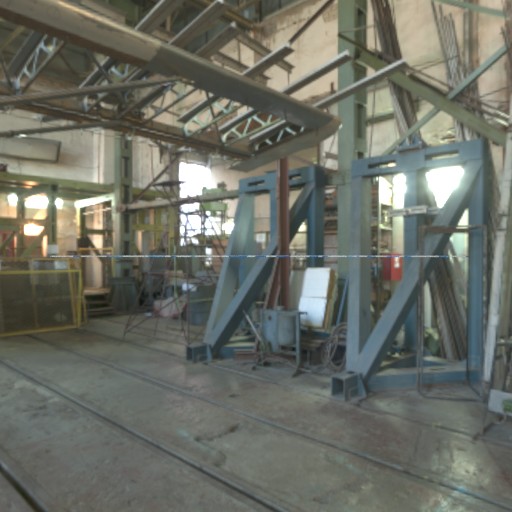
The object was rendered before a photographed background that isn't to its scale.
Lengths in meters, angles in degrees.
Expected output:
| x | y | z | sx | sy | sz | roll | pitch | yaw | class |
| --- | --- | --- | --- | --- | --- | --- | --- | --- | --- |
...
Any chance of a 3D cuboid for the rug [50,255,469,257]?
| x | y | z | sx | sy | sz | roll | pitch | yaw | class |
| --- | --- | --- | --- | --- | --- | --- | --- | --- | --- |
| 0.000 | 0.000 | 4.053 | 2.435 | 0.007 | 3.007 | 0 | 0 | -1 | rug |
